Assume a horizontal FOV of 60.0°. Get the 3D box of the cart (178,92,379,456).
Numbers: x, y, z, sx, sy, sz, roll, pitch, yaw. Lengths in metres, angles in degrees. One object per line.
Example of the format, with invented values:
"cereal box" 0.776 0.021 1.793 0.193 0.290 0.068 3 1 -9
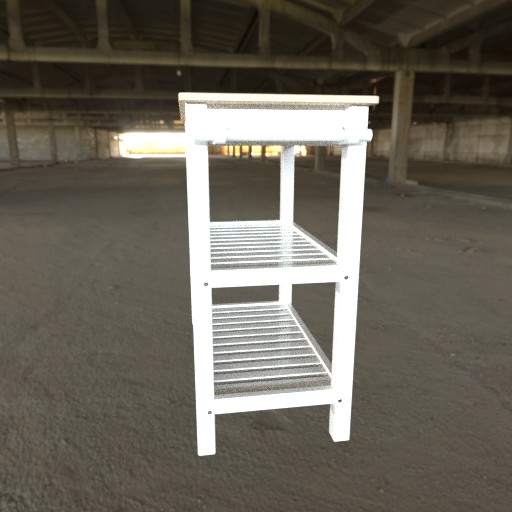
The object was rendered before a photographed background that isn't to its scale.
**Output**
"cart" 0.000 0.000 1.463 0.457 0.927 0.899 -2 14 -9
